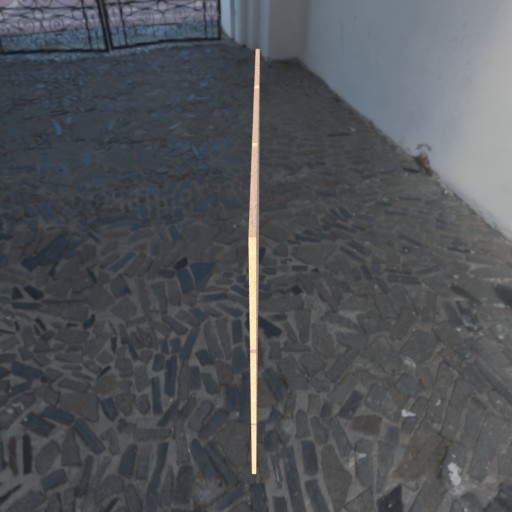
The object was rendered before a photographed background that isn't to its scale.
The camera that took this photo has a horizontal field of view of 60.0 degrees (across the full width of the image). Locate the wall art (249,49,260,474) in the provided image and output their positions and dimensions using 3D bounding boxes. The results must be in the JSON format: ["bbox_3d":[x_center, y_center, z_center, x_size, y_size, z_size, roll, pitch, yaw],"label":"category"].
[{"bbox_3d":[0.000,0.000,1.786,0.016,1.207,1.217,0,42,1],"label":"wall art"}]
